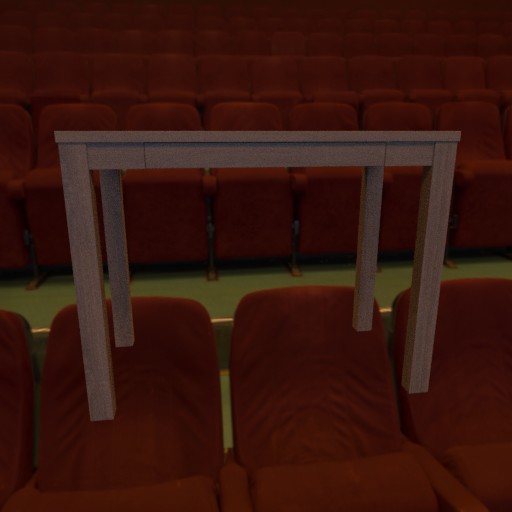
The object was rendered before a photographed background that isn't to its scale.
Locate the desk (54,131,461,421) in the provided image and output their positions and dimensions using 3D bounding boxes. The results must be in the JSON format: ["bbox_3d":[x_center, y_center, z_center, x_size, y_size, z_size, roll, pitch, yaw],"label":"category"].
[{"bbox_3d":[0.000,0.000,1.406,0.991,0.762,0.495,-2,16,-8],"label":"desk"}]
